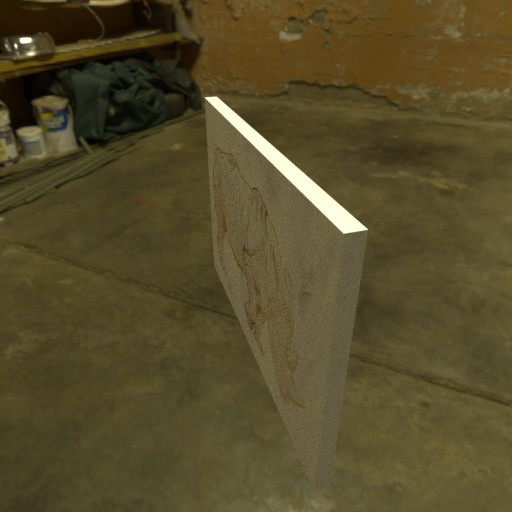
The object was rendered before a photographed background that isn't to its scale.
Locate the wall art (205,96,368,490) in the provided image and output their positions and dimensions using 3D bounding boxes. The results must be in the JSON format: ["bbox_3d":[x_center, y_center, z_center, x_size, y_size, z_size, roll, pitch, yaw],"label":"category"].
[{"bbox_3d":[0.000,0.000,1.146,0.038,0.610,0.915,-9,33,-15],"label":"wall art"}]
